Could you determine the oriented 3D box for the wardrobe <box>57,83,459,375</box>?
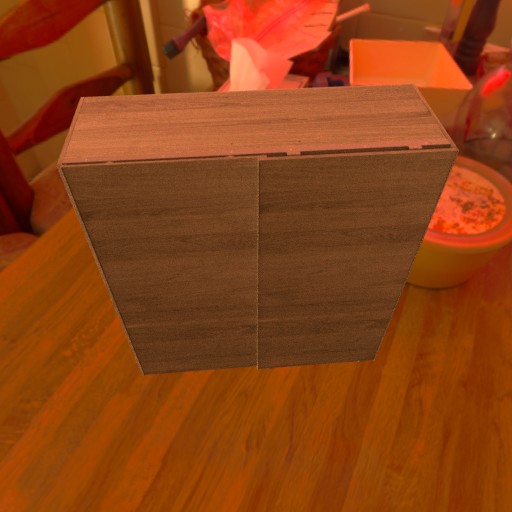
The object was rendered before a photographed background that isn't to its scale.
[{"bbox_3d":[0.000,0.000,2.876,1.780,1.960,0.629,-4,48,-3],"label":"wardrobe"}]
